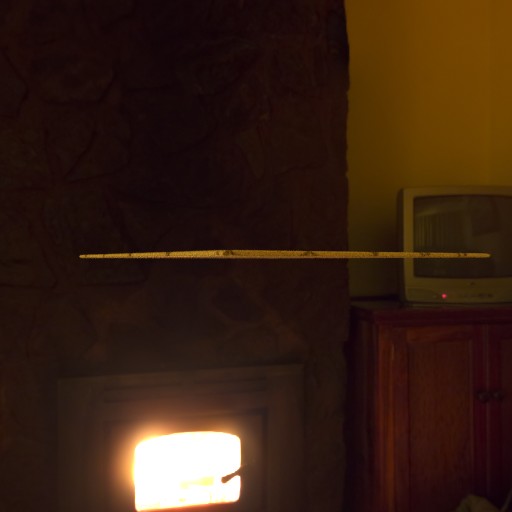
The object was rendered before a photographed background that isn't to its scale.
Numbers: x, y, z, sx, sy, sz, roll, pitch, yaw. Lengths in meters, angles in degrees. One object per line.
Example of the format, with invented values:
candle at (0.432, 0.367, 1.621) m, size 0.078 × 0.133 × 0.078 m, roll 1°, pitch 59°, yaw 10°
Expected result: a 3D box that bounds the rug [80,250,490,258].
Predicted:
rug at (0.000, 0.000, 4.076) m, size 2.438 × 0.029 × 3.047 m, roll 0°, pitch -1°, yaw -34°
